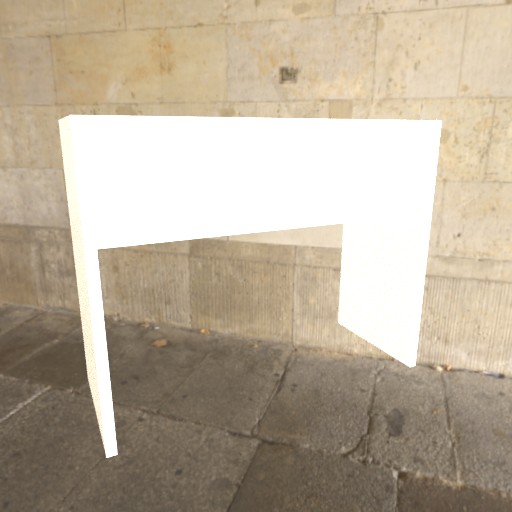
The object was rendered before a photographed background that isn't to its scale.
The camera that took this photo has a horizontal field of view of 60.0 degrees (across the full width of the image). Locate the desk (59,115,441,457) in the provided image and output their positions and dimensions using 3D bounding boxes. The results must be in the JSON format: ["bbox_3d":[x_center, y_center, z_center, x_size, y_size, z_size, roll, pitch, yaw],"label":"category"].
[{"bbox_3d":[0.000,0.000,1.350,1.000,0.790,0.400,-7,17,-25],"label":"desk"}]
